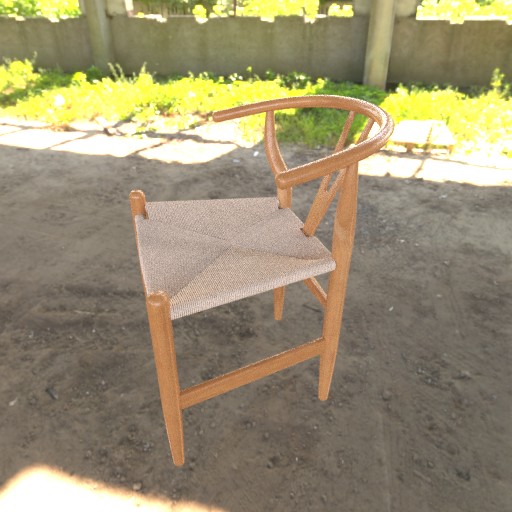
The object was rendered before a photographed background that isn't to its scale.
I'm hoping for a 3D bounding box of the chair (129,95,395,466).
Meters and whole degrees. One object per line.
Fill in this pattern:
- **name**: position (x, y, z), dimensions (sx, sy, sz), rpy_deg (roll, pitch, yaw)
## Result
- **chair**: position (0.000, 0.000, 1.141), dimensions (0.579, 0.730, 0.569), rpy_deg (-9, 31, -15)
